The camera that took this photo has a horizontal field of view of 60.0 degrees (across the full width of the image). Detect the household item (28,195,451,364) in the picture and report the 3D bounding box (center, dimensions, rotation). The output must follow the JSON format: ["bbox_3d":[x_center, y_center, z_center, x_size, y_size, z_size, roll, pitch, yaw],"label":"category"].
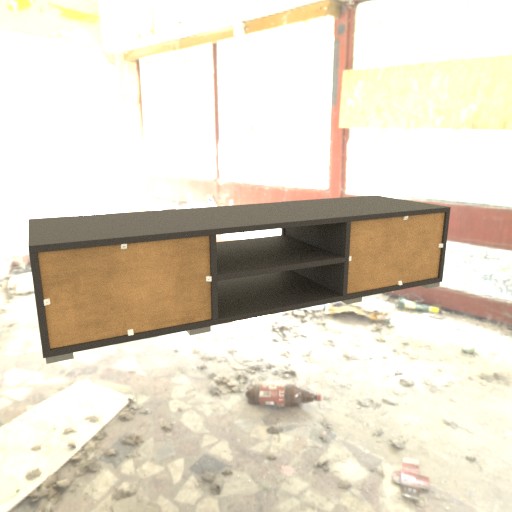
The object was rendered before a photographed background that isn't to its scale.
[{"bbox_3d":[0.000,0.000,1.561,1.400,0.310,0.420,-7,16,-25],"label":"household item"}]
